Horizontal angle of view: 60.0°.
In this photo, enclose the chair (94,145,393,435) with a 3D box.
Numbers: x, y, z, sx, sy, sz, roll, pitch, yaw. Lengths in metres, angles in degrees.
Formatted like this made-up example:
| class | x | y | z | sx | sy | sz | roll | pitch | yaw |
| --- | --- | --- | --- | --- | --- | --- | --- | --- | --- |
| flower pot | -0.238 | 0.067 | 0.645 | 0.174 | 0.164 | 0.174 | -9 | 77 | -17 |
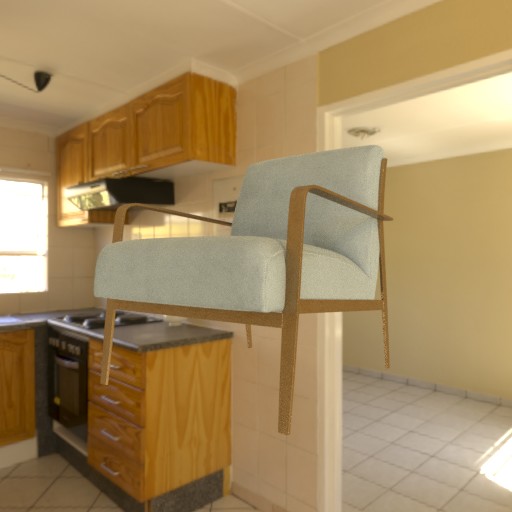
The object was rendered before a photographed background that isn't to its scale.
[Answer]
| class | x | y | z | sx | sy | sz | roll | pitch | yaw |
| --- | --- | --- | --- | --- | --- | --- | --- | --- | --- |
| chair | 0.000 | 0.000 | 1.482 | 0.701 | 0.824 | 0.842 | 0 | 0 | 35 |
